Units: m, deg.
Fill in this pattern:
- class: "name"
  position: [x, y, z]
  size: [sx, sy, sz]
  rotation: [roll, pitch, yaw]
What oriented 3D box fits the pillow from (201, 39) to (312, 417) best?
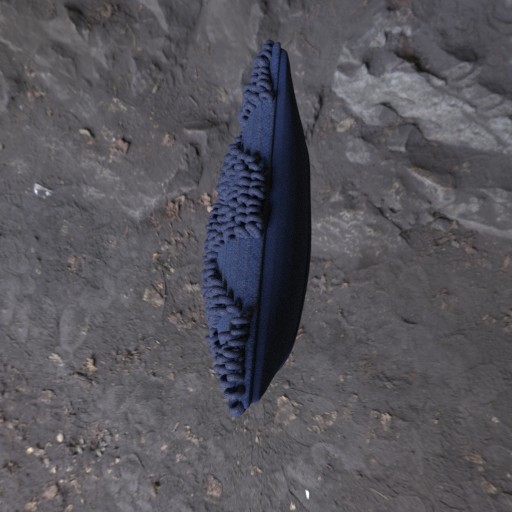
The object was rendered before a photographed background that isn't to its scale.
- class: "pillow"
  position: [0.000, 0.000, 0.727]
  size: [0.172, 0.466, 0.469]
  rotation: [5, 74, 1]
